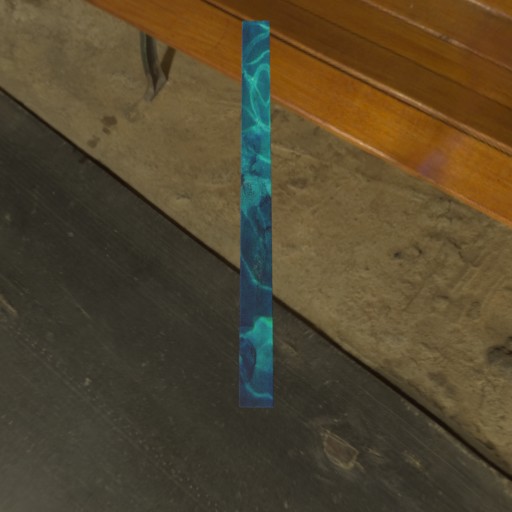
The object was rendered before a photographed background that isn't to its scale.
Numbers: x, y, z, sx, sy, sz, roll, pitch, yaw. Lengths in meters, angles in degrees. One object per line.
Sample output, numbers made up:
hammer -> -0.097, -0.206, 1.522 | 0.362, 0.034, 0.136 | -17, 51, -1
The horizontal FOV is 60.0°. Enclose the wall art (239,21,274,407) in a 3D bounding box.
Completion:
wall art -> 0.000, 0.000, 0.857 | 0.038, 0.635, 0.508 | 0, 75, 0
